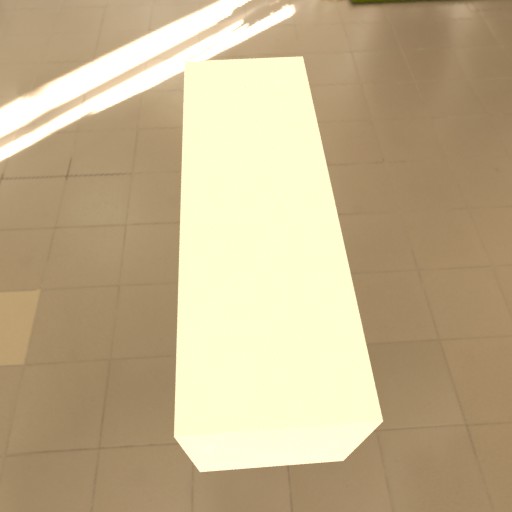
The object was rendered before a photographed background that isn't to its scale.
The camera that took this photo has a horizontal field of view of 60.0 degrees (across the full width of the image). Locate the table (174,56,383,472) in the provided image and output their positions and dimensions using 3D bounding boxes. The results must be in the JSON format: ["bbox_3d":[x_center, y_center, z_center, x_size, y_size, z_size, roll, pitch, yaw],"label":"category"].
[{"bbox_3d":[0.000,0.000,1.792,0.508,0.769,1.500,-3,57,-2],"label":"table"}]
